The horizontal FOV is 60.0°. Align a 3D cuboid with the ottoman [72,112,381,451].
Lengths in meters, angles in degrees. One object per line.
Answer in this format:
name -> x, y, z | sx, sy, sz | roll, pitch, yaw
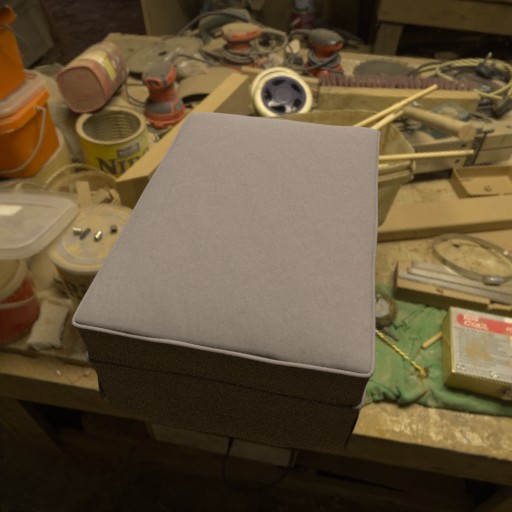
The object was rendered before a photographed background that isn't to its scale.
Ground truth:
ottoman -> 0.000, 0.000, 1.329 | 0.703, 0.479, 0.944 | 8, 48, 7
